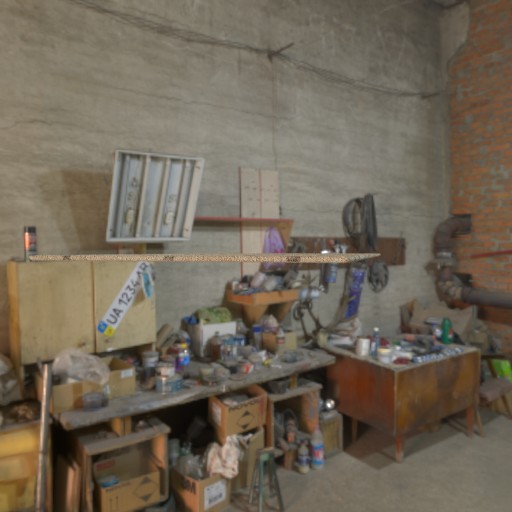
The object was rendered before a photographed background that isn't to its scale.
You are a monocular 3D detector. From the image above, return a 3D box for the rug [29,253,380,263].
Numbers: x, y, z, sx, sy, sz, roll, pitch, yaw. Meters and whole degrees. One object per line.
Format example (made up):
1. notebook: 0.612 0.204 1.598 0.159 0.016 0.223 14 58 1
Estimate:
1. rug: 0.000 0.000 2.967 1.501 0.024 2.348 0 1 18
